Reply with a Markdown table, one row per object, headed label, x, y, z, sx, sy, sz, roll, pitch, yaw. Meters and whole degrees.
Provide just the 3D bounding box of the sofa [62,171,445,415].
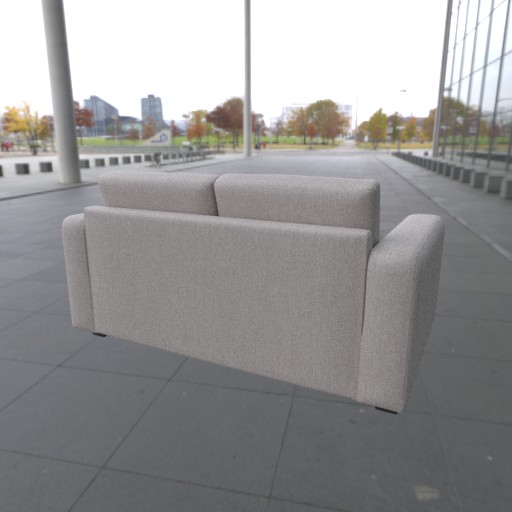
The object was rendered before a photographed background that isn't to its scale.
| label | x | y | z | sx | sy | sz | roll | pitch | yaw |
| --- | --- | --- | --- | --- | --- | --- | --- | --- | --- |
| sofa | 0.000 | 0.000 | 2.057 | 1.540 | 0.800 | 0.900 | 7 | 16 | 26 |
